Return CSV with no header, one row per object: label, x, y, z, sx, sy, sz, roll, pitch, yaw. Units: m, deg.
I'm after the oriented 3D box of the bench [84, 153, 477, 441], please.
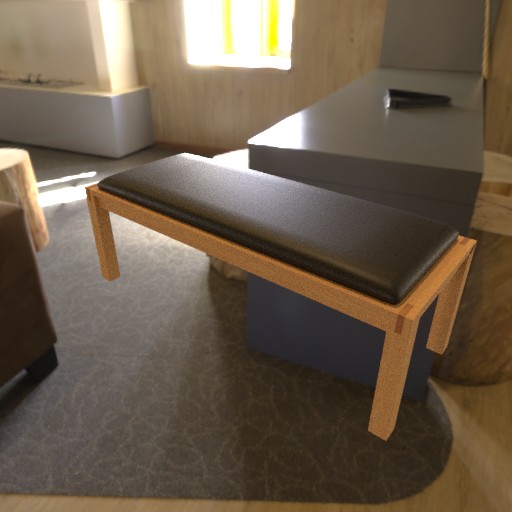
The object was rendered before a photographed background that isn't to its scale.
bench,0.000,0.000,1.475,1.202,0.430,0.450,22,37,33
